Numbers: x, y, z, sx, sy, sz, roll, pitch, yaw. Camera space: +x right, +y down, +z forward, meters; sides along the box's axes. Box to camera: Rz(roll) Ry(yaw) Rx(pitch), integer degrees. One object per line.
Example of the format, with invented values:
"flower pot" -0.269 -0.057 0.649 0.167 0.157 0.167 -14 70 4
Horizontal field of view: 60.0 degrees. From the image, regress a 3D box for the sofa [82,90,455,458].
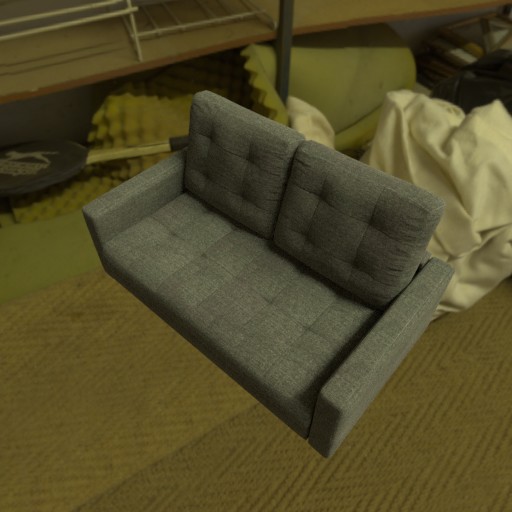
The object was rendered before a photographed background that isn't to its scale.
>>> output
"sofa" 0.000 0.000 1.928 1.407 0.907 0.842 33 55 27
